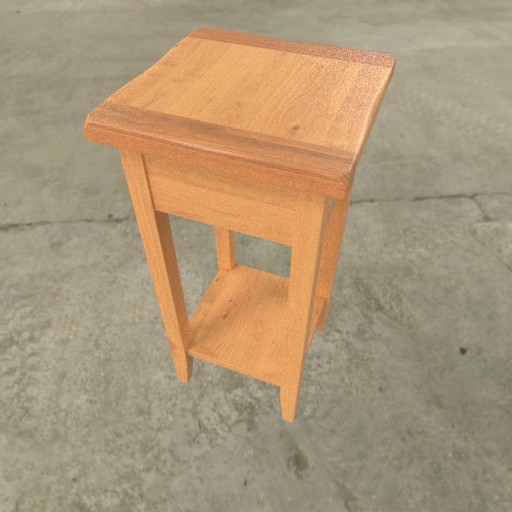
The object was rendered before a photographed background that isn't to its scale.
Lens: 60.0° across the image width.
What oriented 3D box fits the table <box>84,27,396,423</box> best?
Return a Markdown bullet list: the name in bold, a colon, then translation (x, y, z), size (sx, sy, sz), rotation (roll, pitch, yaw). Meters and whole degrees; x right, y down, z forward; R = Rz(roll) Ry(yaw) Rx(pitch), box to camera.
- **table**: translation (0.000, 0.000, 0.924), size (0.360, 0.740, 0.360), rotation (16, 48, 14)
